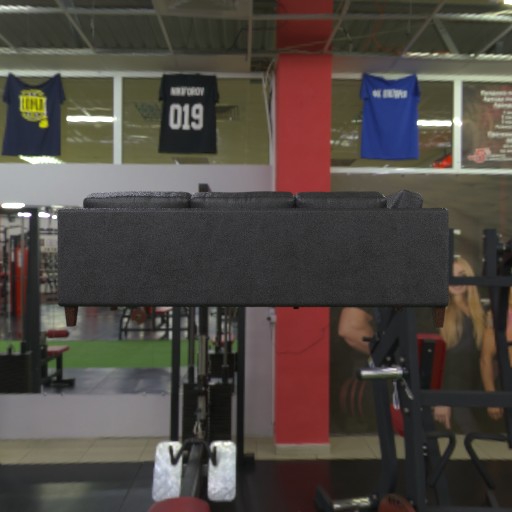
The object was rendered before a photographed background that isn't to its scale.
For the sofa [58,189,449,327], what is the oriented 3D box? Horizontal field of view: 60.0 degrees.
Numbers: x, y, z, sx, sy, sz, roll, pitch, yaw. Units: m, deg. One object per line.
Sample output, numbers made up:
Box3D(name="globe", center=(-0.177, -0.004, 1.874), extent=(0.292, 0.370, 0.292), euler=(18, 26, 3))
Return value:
Box3D(name="sofa", center=(0.000, 0.000, 4.414), extent=(2.452, 0.891, 3.324), euler=(0, 0, 1))
